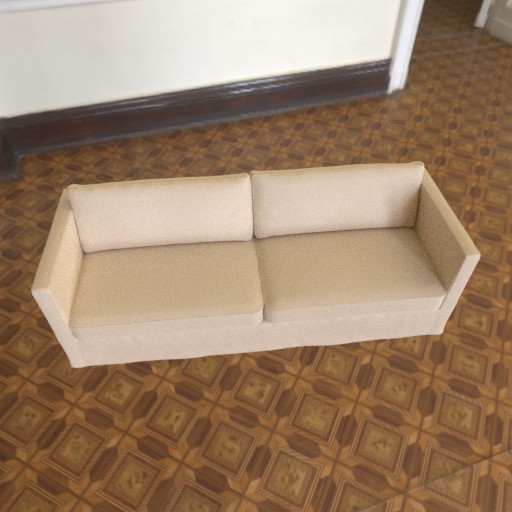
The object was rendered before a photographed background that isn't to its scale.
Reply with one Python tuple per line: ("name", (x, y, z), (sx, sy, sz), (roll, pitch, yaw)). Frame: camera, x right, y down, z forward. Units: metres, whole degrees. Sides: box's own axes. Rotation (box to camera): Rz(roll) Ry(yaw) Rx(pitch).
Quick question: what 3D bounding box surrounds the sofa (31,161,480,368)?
("sofa", (0.000, 0.000, 3.245), (2.779, 0.999, 1.036), (-4, 46, -4))
